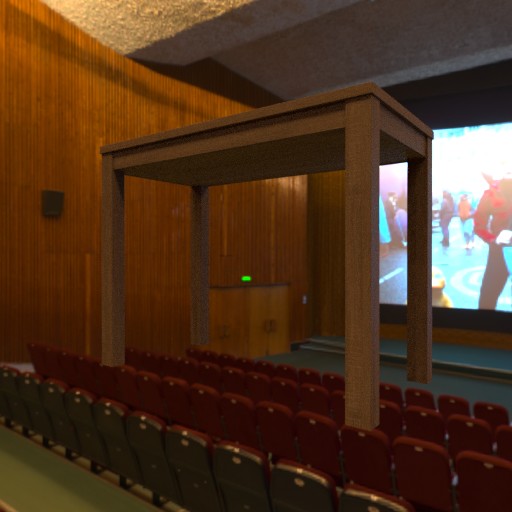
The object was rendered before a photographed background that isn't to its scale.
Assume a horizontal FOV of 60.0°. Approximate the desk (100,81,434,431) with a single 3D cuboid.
[{"bbox_3d":[0.000,0.000,1.454,0.991,0.762,0.495,0,0,36],"label":"desk"}]
